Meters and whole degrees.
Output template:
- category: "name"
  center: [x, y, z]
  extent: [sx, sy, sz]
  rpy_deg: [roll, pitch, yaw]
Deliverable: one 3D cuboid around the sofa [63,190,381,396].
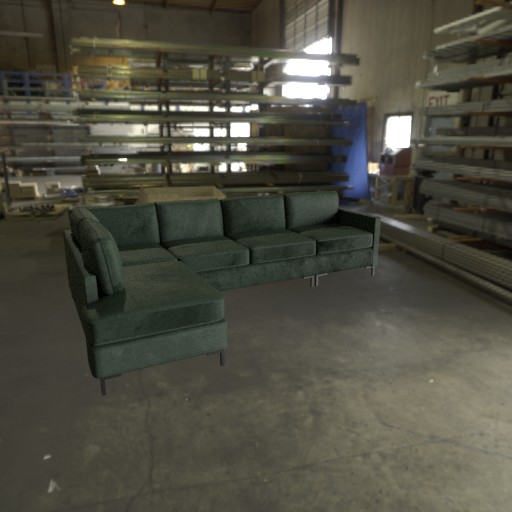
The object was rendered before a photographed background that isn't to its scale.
- category: "sofa"
  center: [0.000, 0.000, 4.347]
  extent: [3.384, 0.996, 2.048]
  rpy_deg: [-8, 17, -26]
